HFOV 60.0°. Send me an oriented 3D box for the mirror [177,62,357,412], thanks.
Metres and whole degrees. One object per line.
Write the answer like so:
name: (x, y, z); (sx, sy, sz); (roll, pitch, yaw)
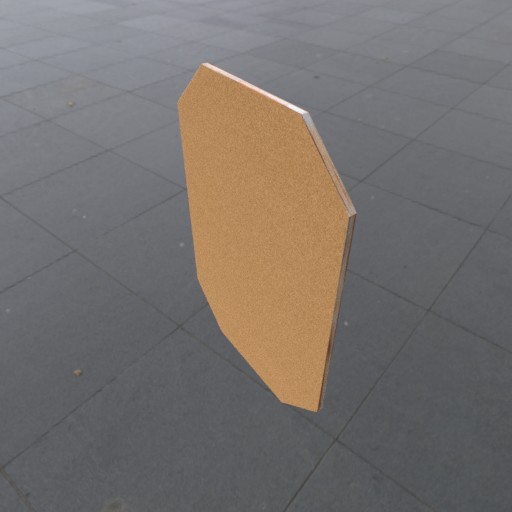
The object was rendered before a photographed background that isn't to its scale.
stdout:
mirror: (0.000, 0.000, 1.323); (0.061, 1.015, 0.709); (-25, 46, -26)
